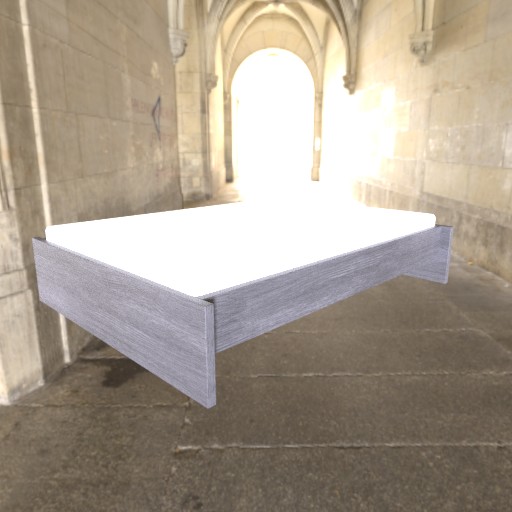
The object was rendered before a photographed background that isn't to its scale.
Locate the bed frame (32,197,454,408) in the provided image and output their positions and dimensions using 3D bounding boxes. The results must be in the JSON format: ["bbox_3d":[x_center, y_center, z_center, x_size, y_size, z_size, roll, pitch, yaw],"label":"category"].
[{"bbox_3d":[0.000,0.000,2.600,1.490,0.432,1.950,14,20,43],"label":"bed frame"}]
